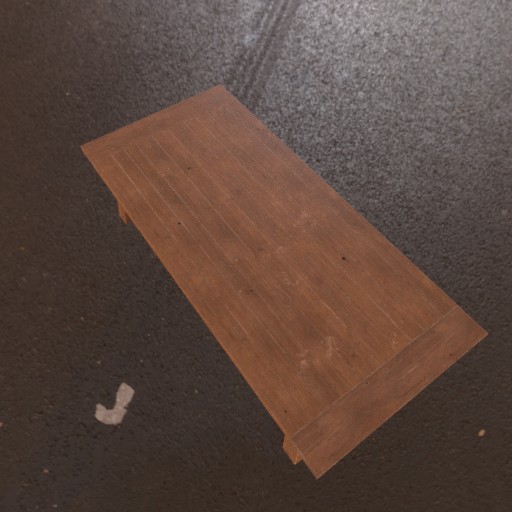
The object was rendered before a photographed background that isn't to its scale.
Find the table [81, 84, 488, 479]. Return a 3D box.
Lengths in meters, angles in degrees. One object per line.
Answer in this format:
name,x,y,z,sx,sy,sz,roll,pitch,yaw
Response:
table,0.000,0.000,2.098,0.820,0.465,1.800,-31,62,-18
